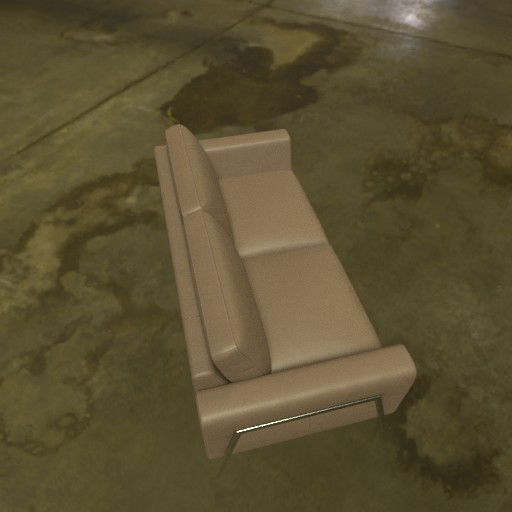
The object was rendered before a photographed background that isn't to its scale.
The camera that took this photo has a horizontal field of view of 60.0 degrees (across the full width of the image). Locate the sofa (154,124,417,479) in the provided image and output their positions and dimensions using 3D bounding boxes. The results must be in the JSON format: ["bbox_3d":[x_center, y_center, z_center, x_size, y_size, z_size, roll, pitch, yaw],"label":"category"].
[{"bbox_3d":[0.000,0.000,2.596,0.953,0.875,2.017,-10,48,-10],"label":"sofa"}]
